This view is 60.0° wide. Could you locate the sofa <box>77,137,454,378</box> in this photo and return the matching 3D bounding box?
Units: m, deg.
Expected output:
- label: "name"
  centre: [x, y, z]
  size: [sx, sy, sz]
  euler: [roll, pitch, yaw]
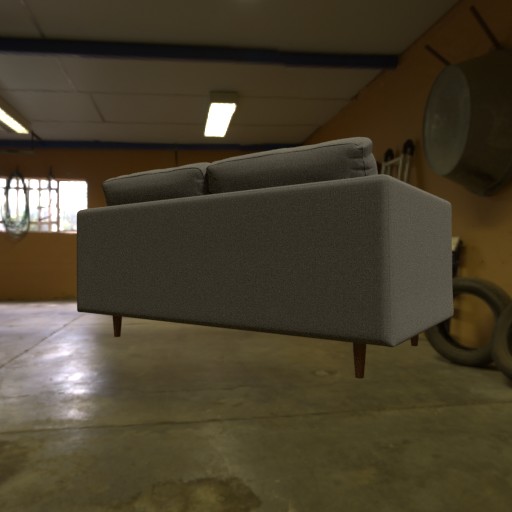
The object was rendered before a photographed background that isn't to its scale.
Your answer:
- label: "sofa"
  centre: [0.000, 0.000, 2.249]
  size: [1.713, 0.866, 0.940]
  euler: [0, 0, 35]
